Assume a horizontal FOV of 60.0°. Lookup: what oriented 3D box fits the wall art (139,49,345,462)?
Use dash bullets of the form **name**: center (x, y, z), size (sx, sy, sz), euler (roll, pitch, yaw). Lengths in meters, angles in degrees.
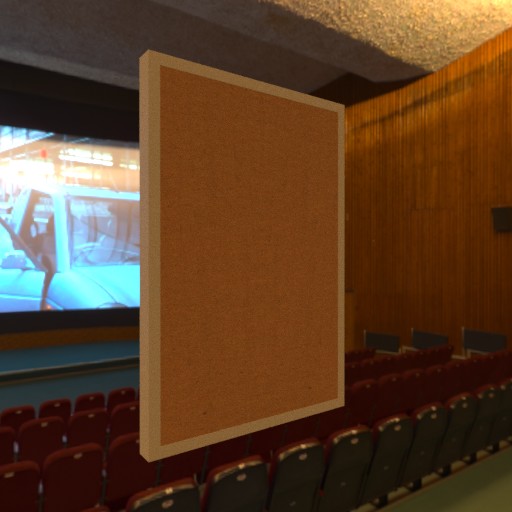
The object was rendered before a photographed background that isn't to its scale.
- **wall art**: center (0.000, 0.000, 0.555), size (0.293, 0.428, 0.025), euler (0, 0, -36)
